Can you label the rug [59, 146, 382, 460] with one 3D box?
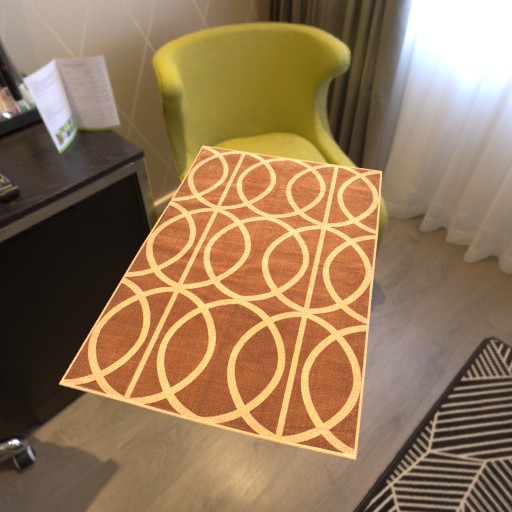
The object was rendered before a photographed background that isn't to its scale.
[{"bbox_3d":[0.000,0.000,2.906,1.526,0.014,2.290,10,48,10],"label":"rug"}]
